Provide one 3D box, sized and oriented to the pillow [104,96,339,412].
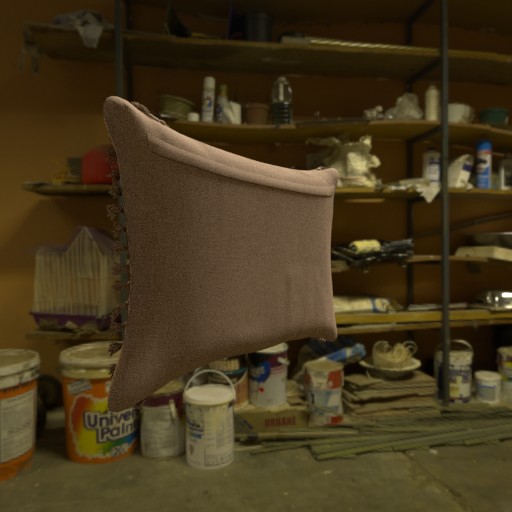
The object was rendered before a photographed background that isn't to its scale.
[{"bbox_3d":[0.000,0.000,0.595,0.084,0.305,0.466,0,1,37],"label":"pillow"}]
